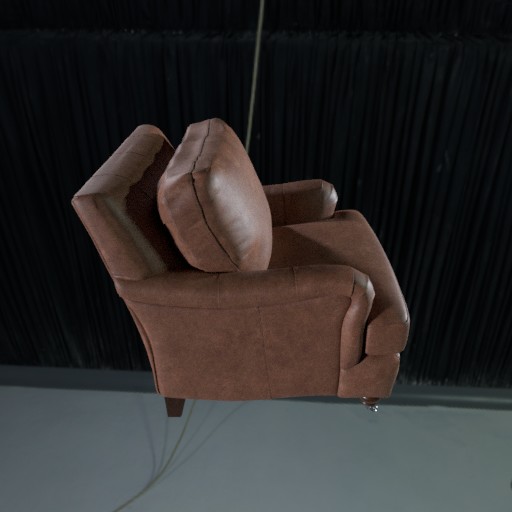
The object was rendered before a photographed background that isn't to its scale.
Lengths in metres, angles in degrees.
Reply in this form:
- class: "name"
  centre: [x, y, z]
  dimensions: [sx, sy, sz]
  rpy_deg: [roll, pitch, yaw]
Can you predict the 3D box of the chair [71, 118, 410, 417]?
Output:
- class: "chair"
  centre: [0.000, 0.000, 1.970]
  dimensions: [1.158, 1.055, 0.986]
  rpy_deg: [0, 30, 0]
